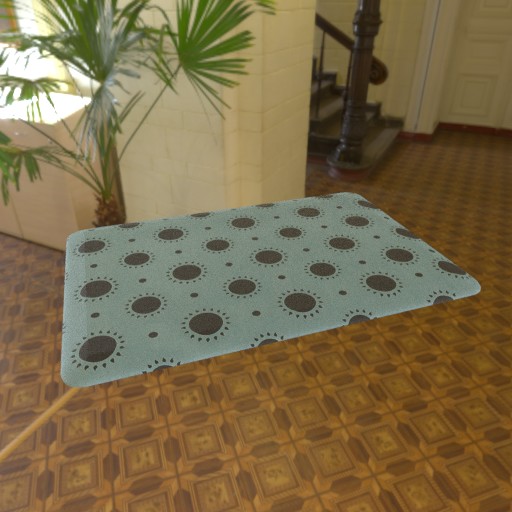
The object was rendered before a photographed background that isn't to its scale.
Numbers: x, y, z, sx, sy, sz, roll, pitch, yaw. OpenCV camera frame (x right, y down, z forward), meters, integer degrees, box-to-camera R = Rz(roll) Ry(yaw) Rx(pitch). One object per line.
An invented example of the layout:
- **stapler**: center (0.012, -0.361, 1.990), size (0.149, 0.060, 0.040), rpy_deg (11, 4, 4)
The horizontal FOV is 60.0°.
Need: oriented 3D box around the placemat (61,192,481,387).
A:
- **placemat**: center (0.000, 0.000, 0.935), size (0.762, 0.021, 0.508), rpy_deg (-10, 32, -16)
